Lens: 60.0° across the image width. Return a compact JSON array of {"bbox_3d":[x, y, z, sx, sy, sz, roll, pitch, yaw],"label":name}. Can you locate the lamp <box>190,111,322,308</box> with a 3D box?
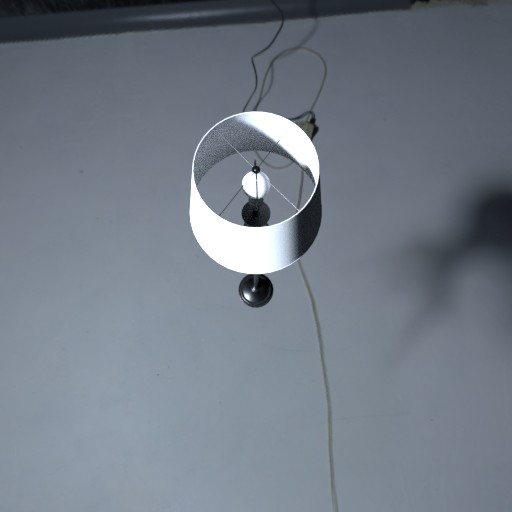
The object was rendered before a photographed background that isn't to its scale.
[{"bbox_3d":[0.000,0.000,1.796,0.379,1.623,0.379,0,76,0],"label":"lamp"}]
